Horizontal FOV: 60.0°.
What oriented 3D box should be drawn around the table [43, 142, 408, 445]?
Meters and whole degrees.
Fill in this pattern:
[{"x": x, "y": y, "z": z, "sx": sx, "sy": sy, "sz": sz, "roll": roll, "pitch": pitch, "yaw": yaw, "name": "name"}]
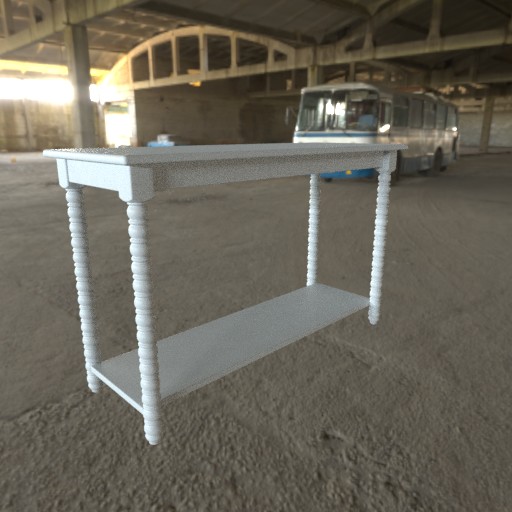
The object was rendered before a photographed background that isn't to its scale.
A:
[{"x": 0.000, "y": 0.000, "z": 1.541, "sx": 1.184, "sy": 0.740, "sz": 0.459, "roll": -15, "pitch": 21, "yaw": -42, "name": "table"}]
